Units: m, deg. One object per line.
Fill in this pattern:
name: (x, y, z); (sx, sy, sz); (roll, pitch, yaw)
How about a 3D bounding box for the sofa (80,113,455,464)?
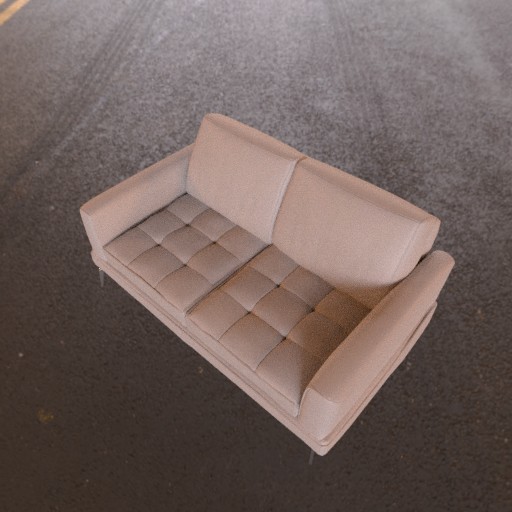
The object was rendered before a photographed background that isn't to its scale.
sofa: (0.000, 0.000, 2.467); (1.819, 0.930, 1.121); (33, 55, 27)
